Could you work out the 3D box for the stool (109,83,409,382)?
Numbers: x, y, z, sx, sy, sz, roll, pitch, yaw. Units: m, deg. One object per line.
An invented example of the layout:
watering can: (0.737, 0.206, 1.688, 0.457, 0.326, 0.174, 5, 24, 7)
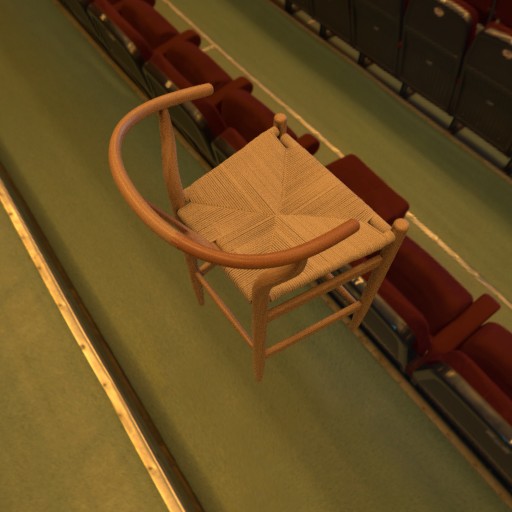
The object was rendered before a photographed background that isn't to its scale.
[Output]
stool: (0.000, 0.000, 1.275, 0.575, 0.923, 0.536, -32, 63, -18)
